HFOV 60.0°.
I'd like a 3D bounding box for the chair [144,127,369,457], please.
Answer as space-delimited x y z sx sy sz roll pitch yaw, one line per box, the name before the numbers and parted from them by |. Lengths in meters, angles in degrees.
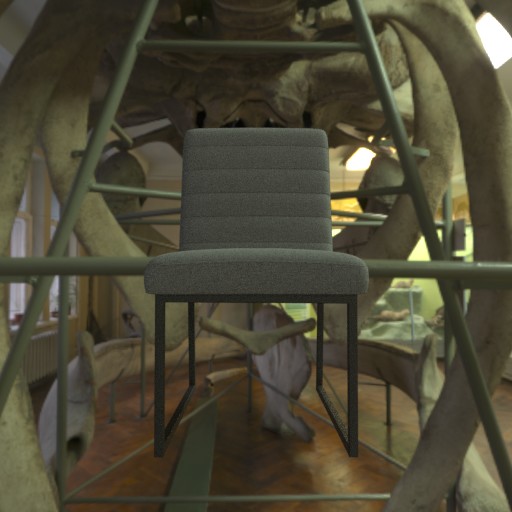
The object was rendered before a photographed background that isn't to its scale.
chair | 0.000 0.000 1.315 0.520 0.930 0.634 0 -2 0
